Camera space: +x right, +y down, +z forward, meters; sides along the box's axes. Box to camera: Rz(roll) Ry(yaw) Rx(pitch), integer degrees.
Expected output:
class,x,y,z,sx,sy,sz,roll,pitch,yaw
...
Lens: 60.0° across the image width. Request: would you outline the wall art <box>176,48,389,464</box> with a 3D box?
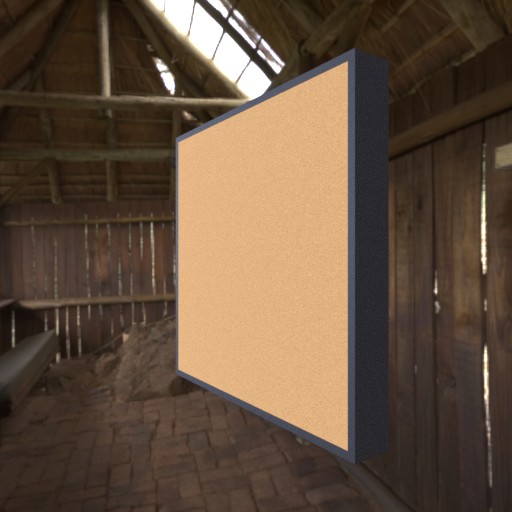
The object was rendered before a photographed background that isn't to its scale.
class,x,y,z,sx,sy,sz,roll,pitch,yaw
wall art,0.000,0.000,0.459,0.038,0.304,0.304,0,0,-35
